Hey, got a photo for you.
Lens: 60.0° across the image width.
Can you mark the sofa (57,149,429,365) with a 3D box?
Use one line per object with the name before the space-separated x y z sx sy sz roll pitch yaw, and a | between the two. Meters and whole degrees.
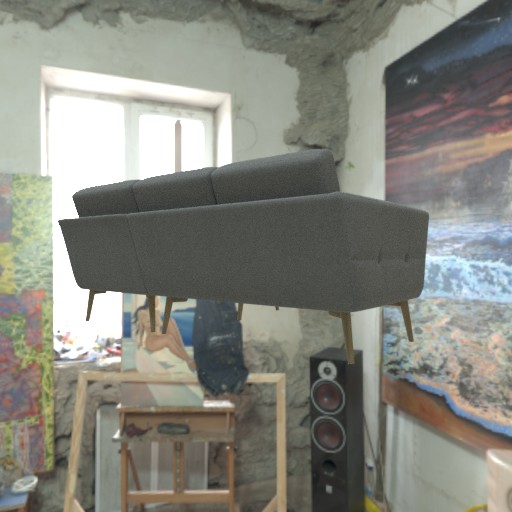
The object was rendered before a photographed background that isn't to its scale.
sofa | 0.000 0.000 2.767 2.040 0.860 1.530 0 0 38
